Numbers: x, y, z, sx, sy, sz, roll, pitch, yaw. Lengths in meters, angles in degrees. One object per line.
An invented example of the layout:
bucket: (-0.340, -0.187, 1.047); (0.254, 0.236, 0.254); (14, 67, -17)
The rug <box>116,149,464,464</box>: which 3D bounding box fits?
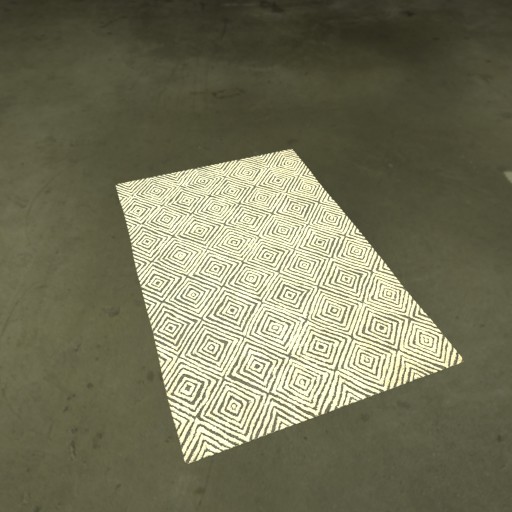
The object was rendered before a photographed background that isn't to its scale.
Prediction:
rug: (0.000, 0.000, 2.253); (1.177, 0.004, 1.750); (-15, 46, -14)
